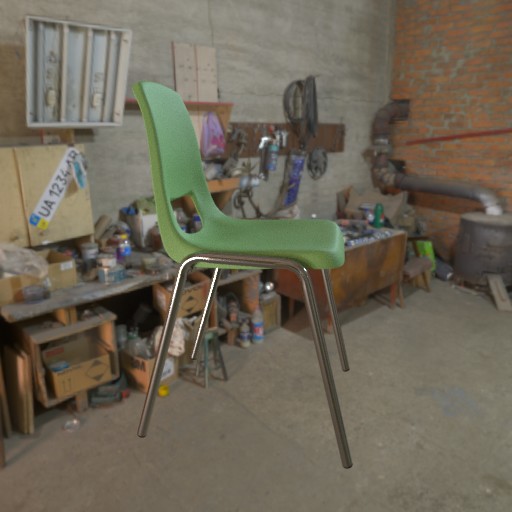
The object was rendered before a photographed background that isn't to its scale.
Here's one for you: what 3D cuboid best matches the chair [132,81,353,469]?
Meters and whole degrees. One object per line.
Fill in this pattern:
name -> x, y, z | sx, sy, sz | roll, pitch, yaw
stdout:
chair -> 0.000, 0.000, 0.949 | 0.436, 0.704, 0.381 | 3, 15, 10
